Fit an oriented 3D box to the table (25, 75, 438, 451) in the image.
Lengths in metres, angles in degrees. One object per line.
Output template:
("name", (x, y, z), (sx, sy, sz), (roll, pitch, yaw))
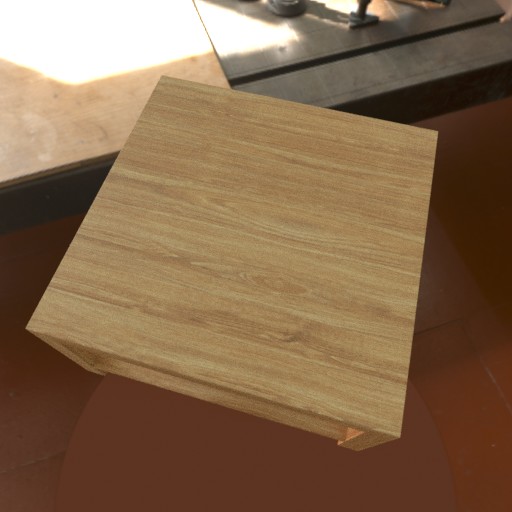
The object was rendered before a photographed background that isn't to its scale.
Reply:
("table", (0.000, 0.000, 1.407), (0.900, 0.450, 0.900), (14, 64, 7))
